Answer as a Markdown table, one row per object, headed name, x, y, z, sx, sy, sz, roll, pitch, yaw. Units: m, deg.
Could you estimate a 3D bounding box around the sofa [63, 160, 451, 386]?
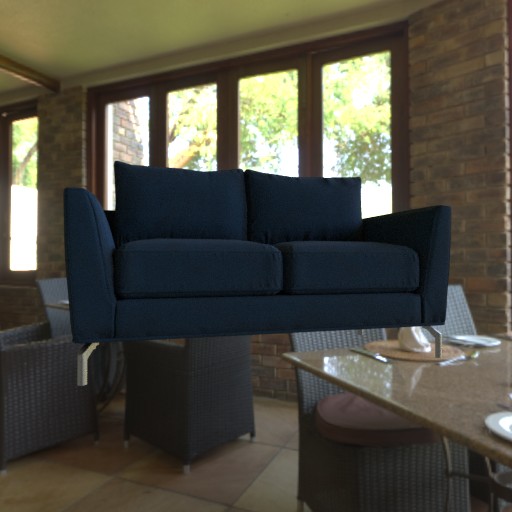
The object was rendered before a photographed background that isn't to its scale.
| name | x | y | z | sx | sy | sz | roll | pitch | yaw |
| --- | --- | --- | --- | --- | --- | --- | --- | --- | --- |
| sofa | 0.000 | 0.000 | 2.310 | 1.770 | 1.002 | 0.853 | 0 | -1 | -17 |
